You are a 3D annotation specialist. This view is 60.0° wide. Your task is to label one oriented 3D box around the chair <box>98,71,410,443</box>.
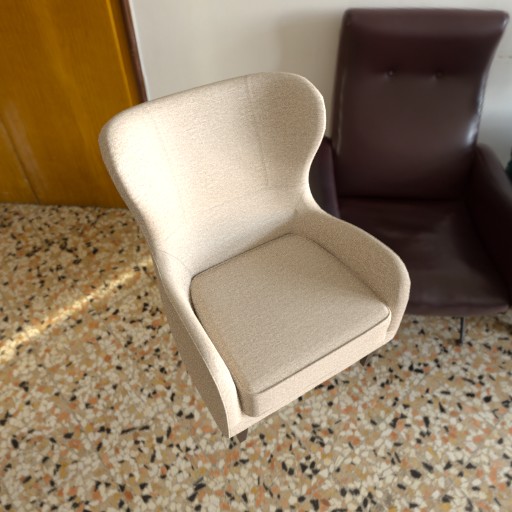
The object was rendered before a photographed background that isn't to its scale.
[{"bbox_3d":[0.000,0.000,1.786,0.861,1.064,0.984,-24,51,-21],"label":"chair"}]
